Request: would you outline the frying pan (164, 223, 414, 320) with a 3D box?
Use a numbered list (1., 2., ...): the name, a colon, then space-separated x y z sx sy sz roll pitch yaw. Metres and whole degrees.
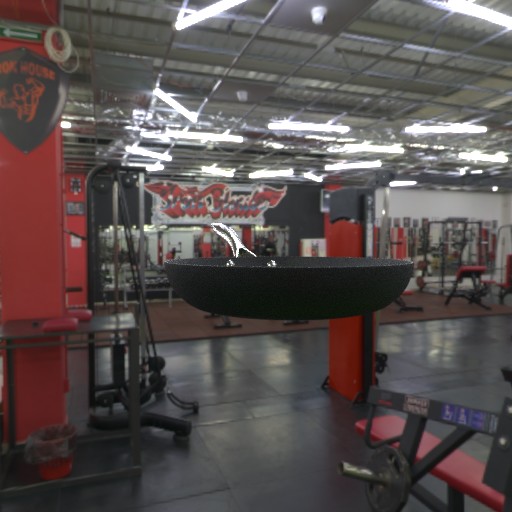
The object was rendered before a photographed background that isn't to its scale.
1. frying pan: 0.000 0.000 0.574 0.255 0.105 0.472 -1 2 -17
